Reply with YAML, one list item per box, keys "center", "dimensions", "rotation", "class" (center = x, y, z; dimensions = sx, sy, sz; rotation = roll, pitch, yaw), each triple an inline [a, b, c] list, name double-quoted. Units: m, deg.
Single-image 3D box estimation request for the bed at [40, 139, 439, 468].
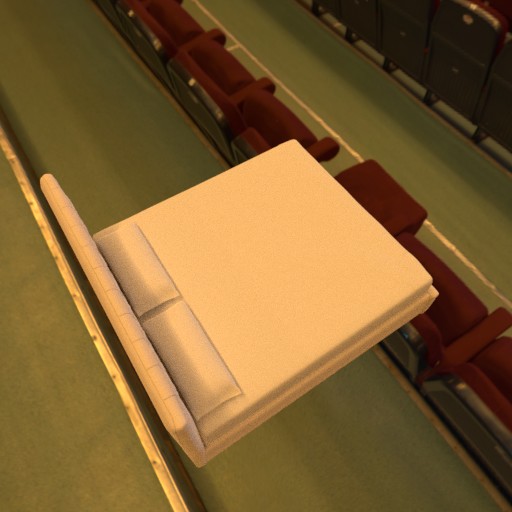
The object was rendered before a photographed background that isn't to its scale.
- center: [0.000, 0.000, 3.617]
  dimensions: [2.387, 1.427, 2.078]
  rotation: [-29, 62, -17]
  class: "bed"
